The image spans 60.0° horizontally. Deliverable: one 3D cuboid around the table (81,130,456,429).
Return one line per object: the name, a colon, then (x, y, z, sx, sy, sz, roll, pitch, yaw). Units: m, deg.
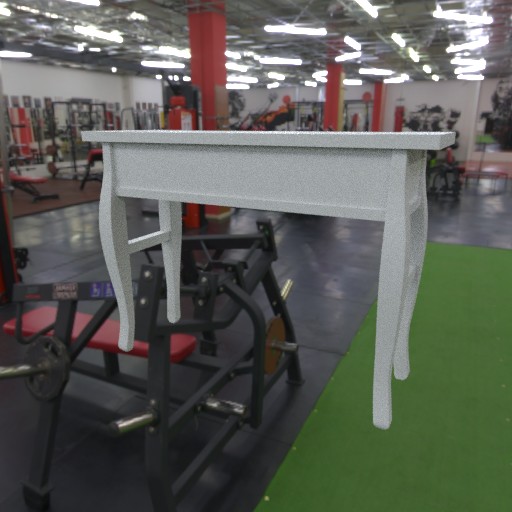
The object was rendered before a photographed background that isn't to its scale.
table: (0.000, 0.000, 1.422, 1.062, 0.768, 0.373, 9, 19, 27)
